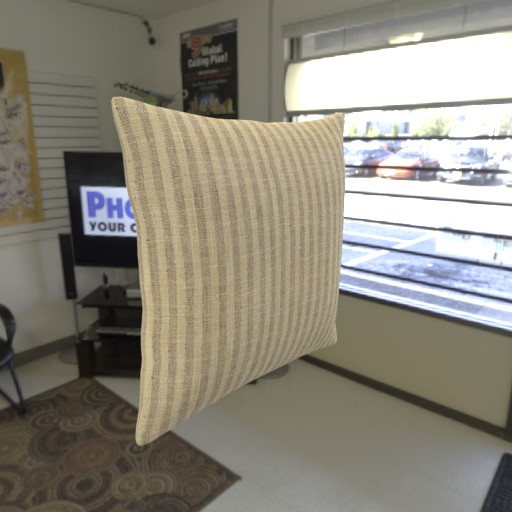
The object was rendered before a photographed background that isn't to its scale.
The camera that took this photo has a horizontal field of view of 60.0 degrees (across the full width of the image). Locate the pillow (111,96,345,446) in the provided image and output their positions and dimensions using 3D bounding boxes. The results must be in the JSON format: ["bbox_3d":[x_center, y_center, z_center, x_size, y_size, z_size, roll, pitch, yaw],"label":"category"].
[{"bbox_3d":[0.000,0.000,0.793,0.166,0.510,0.523,14,20,43],"label":"pillow"}]
